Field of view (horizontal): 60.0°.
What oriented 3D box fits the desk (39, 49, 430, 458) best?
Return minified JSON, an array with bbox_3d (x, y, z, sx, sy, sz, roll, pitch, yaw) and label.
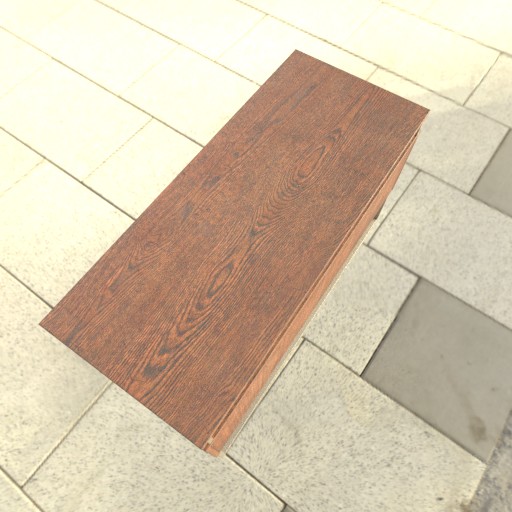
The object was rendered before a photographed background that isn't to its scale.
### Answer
[{"bbox_3d":[0.000,0.000,1.800,0.610,0.792,1.384,31,67,15],"label":"desk"}]
